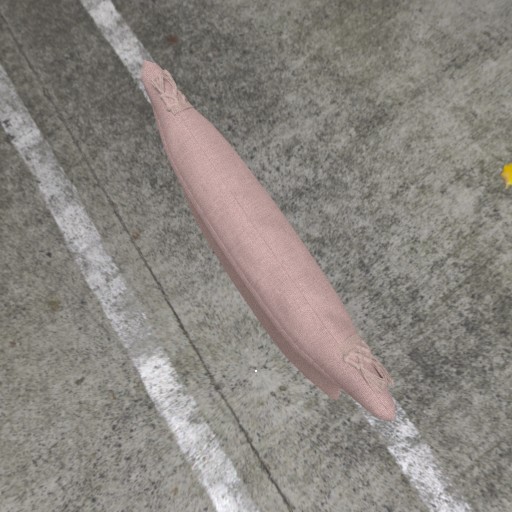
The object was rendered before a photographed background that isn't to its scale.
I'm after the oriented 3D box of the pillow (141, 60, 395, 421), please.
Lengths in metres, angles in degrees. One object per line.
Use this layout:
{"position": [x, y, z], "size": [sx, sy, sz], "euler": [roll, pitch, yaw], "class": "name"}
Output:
{"position": [0.000, 0.000, 0.599], "size": [0.084, 0.305, 0.466], "euler": [-33, 78, -8], "class": "pillow"}
